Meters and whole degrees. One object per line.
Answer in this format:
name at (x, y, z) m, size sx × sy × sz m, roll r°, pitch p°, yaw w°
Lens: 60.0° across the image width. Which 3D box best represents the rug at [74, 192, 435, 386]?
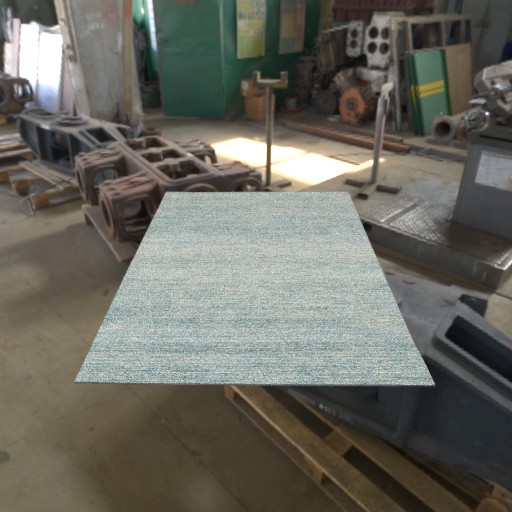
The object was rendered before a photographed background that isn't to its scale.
rug at (0.000, 0.000, 2.935) m, size 1.611 × 0.026 × 2.260 m, roll 0°, pitch 30°, yaw 1°
